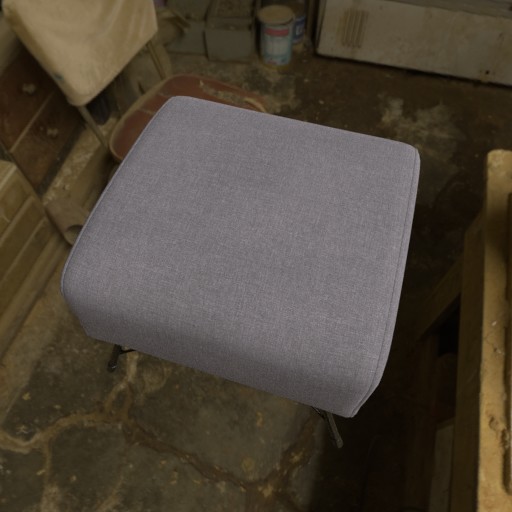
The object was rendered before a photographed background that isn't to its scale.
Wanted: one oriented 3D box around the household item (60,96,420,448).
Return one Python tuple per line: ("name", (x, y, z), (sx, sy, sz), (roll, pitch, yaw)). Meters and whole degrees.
("household item", (0.000, 0.000, 0.895), (0.530, 0.410, 0.530), (15, 60, 9))
